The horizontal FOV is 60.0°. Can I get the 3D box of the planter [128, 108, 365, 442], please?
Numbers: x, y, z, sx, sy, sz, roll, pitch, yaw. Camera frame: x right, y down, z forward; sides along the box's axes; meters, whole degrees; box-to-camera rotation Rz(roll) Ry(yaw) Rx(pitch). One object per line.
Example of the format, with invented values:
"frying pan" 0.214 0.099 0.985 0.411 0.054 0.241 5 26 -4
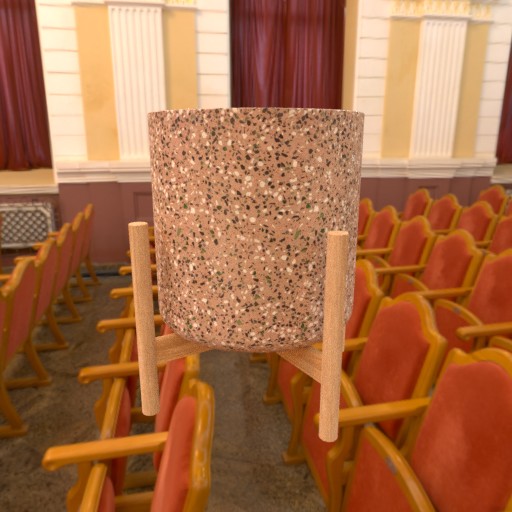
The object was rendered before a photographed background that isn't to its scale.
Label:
"planter" 0.000 0.000 0.689 0.360 0.419 0.360 -3 15 -9
